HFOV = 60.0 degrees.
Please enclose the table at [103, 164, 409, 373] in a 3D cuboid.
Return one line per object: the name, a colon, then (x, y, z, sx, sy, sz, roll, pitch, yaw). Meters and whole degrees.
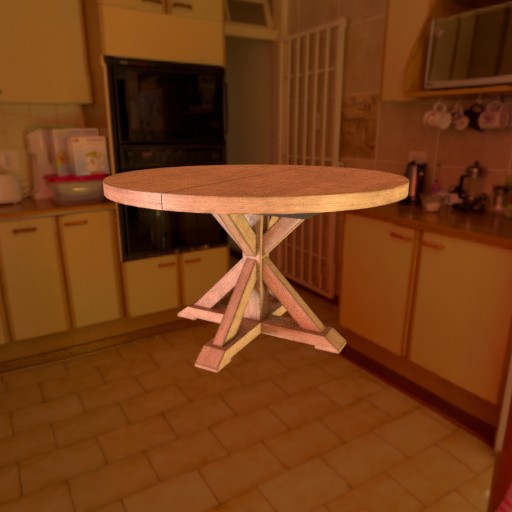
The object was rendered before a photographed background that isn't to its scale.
table: (0.000, 0.000, 2.178, 1.363, 0.781, 1.363, 0, 16, 0)
